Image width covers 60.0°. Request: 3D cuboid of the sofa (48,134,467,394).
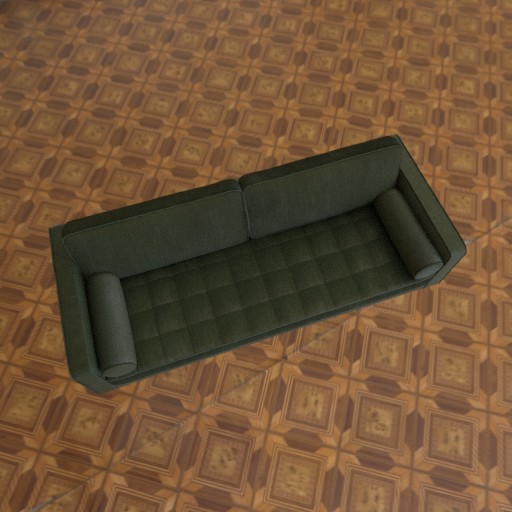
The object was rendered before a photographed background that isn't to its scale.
[{"bbox_3d":[0.000,0.000,2.634,2.199,0.769,0.918,-17,65,-8],"label":"sofa"}]
